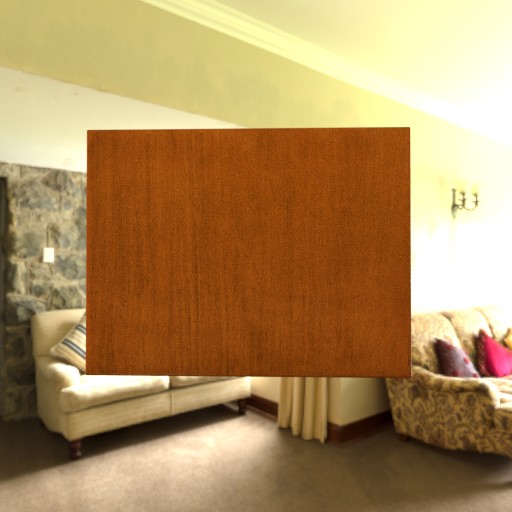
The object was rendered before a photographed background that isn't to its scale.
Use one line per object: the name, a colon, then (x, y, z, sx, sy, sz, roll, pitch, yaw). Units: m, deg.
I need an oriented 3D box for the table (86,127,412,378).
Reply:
table: (0.000, 0.000, 1.246, 0.549, 0.419, 1.000, 0, -1, 2)
